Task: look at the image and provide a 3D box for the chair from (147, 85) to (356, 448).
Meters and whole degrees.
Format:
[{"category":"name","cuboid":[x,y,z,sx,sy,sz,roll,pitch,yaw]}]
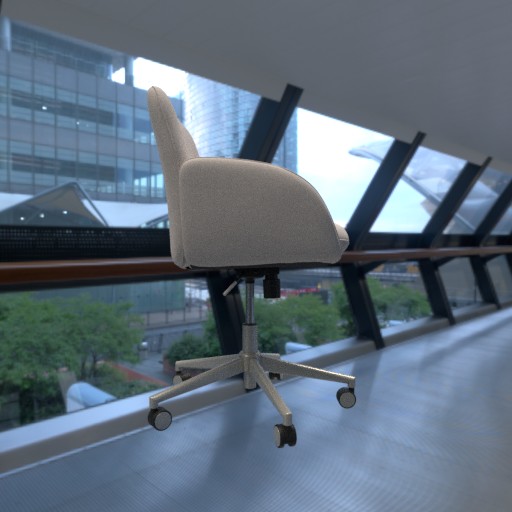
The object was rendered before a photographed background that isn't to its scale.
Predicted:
[{"category":"chair","cuboid":[0.000,0.000,1.410,0.633,0.959,0.648,0,1,0]}]
